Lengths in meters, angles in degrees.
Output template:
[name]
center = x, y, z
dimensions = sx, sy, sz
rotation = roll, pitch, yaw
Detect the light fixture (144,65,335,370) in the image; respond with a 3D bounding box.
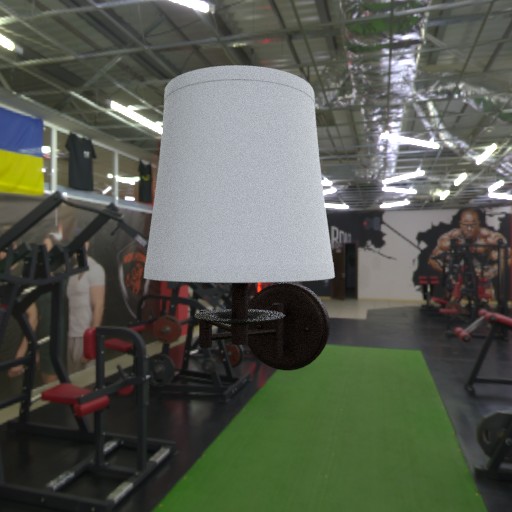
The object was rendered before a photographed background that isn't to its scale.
[light fixture]
center = 0.000, 0.000, 0.265
dimensions = 0.100, 0.172, 0.157
rotation = 0, 0, 18
